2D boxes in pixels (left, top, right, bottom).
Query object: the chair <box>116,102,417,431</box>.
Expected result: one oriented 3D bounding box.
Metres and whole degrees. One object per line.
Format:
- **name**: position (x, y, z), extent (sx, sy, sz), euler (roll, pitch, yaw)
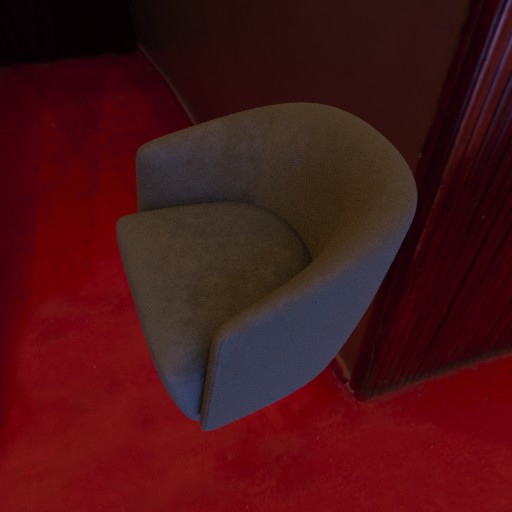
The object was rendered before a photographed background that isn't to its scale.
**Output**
- **chair**: position (0.000, 0.000, 1.360), extent (0.767, 0.698, 0.773), euler (-17, 48, -16)
